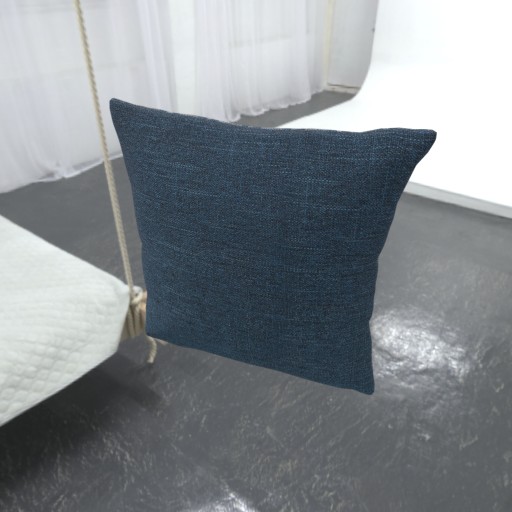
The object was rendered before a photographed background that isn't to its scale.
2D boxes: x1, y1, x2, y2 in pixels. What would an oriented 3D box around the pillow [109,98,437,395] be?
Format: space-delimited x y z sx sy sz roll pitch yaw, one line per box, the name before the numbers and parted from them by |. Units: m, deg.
pillow | 0.000 0.000 0.673 0.435 0.435 0.159 10 33 16
